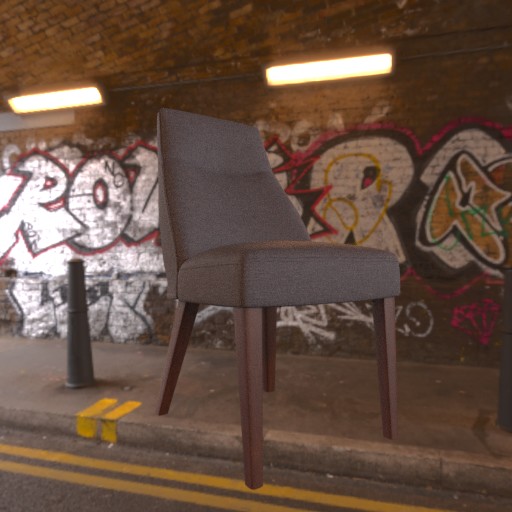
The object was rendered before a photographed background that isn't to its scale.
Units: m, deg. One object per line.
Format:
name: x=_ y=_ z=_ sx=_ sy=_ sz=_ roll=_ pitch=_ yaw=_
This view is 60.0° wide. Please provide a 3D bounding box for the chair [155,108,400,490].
chair: x=0.000 y=0.000 z=1.255 sx=0.500 sy=0.930 sz=0.620 roll=0 pitch=-1 yaw=-35
